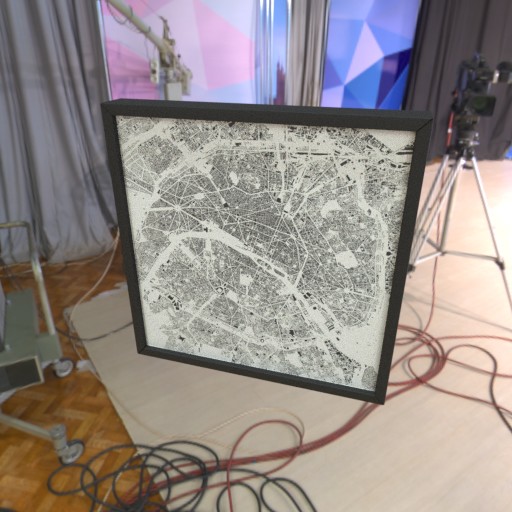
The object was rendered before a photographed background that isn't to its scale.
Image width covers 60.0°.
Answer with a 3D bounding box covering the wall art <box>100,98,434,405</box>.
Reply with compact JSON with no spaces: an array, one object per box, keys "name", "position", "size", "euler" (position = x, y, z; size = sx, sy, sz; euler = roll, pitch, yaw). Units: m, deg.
[{"name":"wall art","position":[0.000,0.000,0.473],"size":[0.305,0.305,0.037],"euler":[8,27,15]}]
